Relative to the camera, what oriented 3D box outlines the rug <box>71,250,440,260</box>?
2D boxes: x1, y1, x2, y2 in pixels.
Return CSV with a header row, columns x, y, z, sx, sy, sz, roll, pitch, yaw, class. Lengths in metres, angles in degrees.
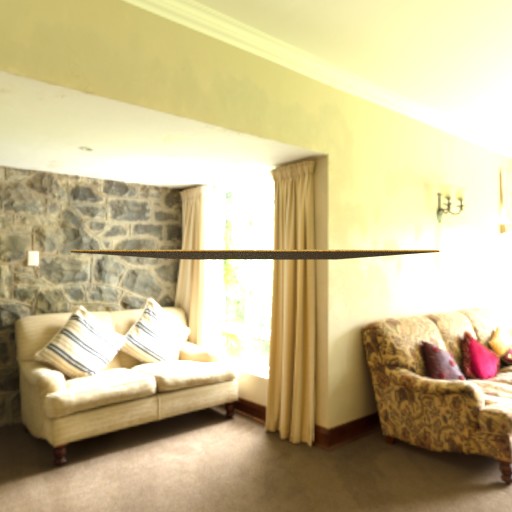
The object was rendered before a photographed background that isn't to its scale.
x,y,z,sx,sy,sz,roll,pitch,yaw,class
0.000,0.000,3.054,1.527,0.021,2.447,0,-1,0,rug
